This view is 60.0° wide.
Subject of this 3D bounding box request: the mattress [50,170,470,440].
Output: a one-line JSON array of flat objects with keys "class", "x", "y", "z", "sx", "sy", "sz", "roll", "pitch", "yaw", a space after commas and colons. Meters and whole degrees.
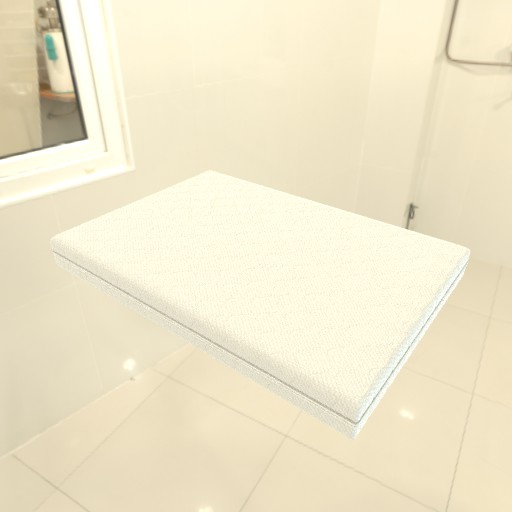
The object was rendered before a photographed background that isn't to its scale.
[{"class": "mattress", "x": 0.000, "y": 0.000, "z": 2.588, "sx": 2.000, "sy": 0.200, "sz": 1.400, "roll": 22, "pitch": 38, "yaw": 31}]
